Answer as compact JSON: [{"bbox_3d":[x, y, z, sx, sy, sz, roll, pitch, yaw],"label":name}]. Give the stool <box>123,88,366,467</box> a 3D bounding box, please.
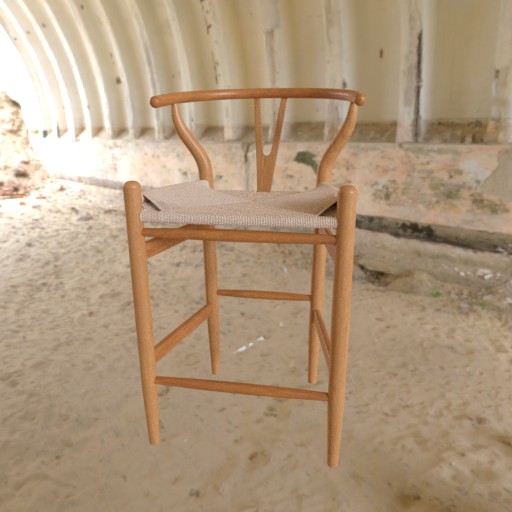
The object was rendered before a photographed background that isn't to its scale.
[{"bbox_3d":[0.000,0.000,1.299,0.569,0.970,0.579,3,16,10],"label":"stool"}]
